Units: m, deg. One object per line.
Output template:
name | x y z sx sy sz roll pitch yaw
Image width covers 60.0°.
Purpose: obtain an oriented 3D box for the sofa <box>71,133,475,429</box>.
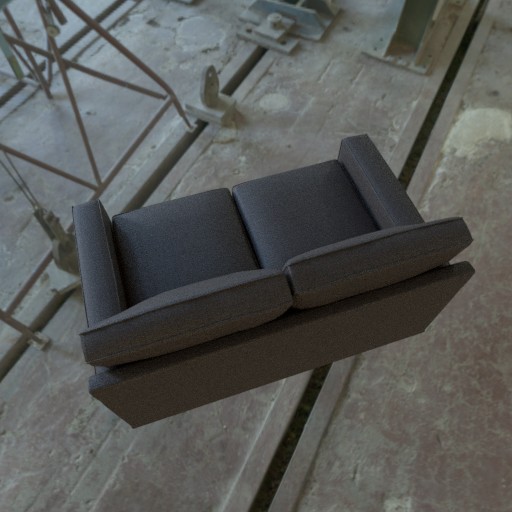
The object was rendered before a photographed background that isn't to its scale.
sofa | 0.000 0.000 2.079 1.534 0.887 0.974 -16 60 -9
